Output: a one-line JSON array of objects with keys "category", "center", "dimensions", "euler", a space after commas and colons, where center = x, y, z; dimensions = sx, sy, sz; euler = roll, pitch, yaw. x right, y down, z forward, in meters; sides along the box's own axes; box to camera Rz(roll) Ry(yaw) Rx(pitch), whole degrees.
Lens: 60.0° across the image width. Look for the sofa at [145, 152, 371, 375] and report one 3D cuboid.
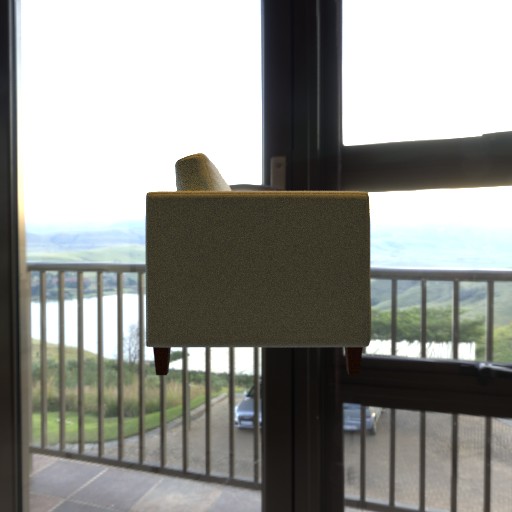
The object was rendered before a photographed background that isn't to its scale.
[{"category": "sofa", "center": [0.000, 0.000, 2.986], "dimensions": [0.948, 0.965, 2.434], "euler": [0, 1, -1]}]
